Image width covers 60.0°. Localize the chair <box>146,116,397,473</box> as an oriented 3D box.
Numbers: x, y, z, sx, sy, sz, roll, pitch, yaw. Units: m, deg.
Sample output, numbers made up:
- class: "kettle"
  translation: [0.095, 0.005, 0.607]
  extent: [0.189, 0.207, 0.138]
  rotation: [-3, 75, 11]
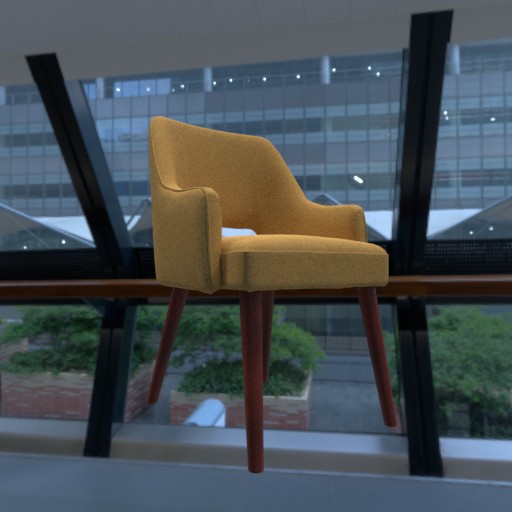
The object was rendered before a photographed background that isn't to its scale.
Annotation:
- class: "chair"
  translation: [0.000, 0.000, 1.226]
  extent: [0.548, 0.849, 0.605]
  rotation: [1, -1, -36]
